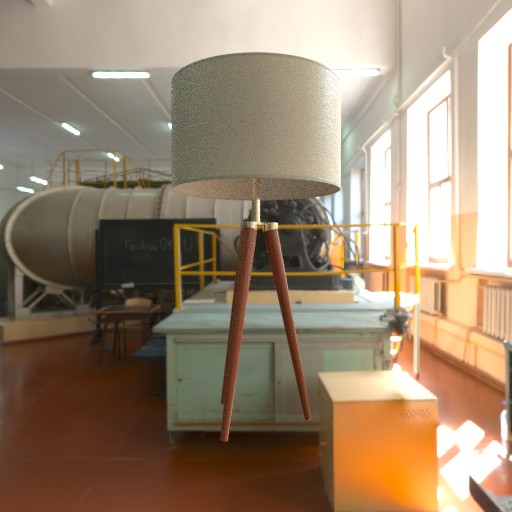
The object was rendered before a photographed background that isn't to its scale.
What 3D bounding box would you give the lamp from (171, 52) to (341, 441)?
[{"bbox_3d":[0.000,0.000,0.947,0.355,0.709,0.354,1,1,36],"label":"lamp"}]
